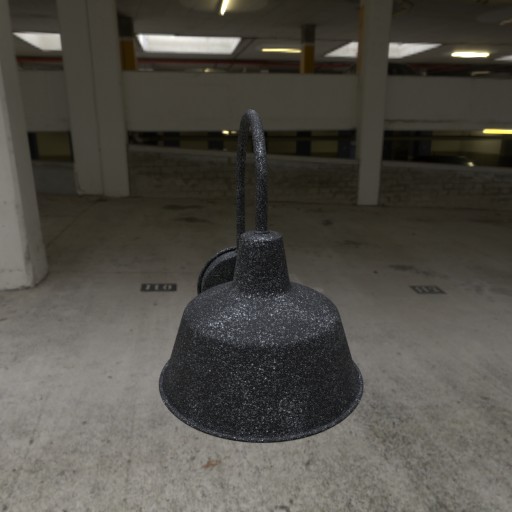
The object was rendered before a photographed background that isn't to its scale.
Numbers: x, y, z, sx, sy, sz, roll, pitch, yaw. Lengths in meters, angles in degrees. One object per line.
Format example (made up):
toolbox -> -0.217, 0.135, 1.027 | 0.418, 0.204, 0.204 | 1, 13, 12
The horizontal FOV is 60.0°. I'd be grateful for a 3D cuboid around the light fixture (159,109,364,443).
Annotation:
light fixture -> 0.000, 0.000, 0.475 | 0.216, 0.300, 0.283 | -3, 17, -9
